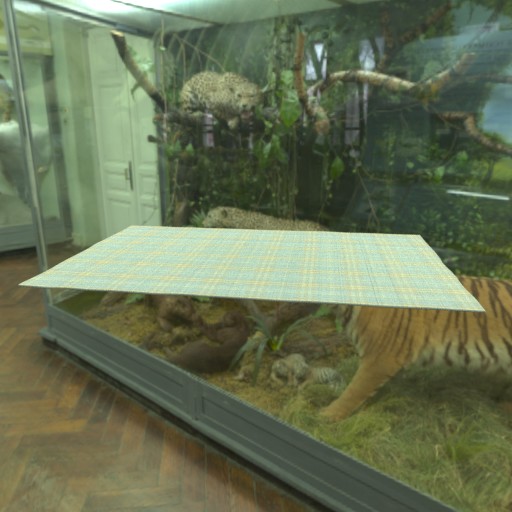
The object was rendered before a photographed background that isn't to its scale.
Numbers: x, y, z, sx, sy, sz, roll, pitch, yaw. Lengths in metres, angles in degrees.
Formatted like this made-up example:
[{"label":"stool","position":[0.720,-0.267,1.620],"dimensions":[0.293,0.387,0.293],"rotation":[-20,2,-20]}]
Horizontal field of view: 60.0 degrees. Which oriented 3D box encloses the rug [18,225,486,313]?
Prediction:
[{"label":"rug","position":[0.000,0.000,3.022],"dimensions":[2.460,0.016,1.545],"rotation":[2,17,8]}]
